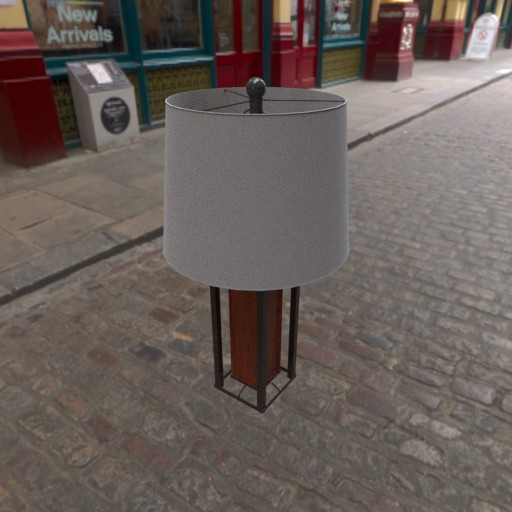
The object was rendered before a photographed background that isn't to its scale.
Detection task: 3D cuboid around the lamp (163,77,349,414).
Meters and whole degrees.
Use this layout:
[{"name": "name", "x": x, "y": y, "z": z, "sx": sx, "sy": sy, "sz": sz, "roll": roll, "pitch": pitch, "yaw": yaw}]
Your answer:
[{"name": "lamp", "x": 0.000, "y": 0.000, "z": 0.786, "sx": 0.320, "sy": 0.591, "sz": 0.320, "roll": 0, "pitch": 28, "yaw": 0}]
